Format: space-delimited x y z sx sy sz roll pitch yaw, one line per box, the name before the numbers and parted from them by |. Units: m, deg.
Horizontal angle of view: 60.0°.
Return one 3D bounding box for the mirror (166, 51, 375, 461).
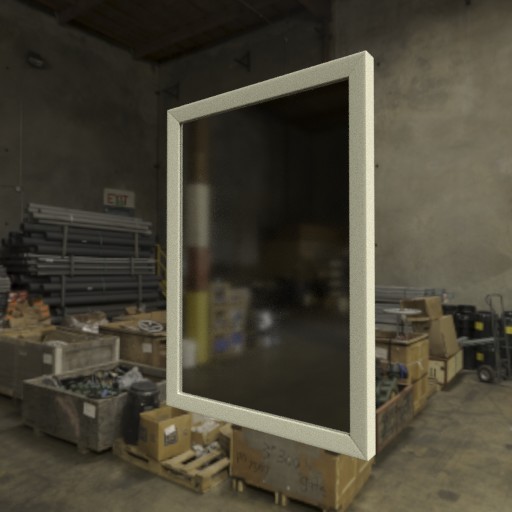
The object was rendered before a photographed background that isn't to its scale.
mirror | 0.000 0.000 0.933 0.507 0.710 0.040 -1 -1 37
